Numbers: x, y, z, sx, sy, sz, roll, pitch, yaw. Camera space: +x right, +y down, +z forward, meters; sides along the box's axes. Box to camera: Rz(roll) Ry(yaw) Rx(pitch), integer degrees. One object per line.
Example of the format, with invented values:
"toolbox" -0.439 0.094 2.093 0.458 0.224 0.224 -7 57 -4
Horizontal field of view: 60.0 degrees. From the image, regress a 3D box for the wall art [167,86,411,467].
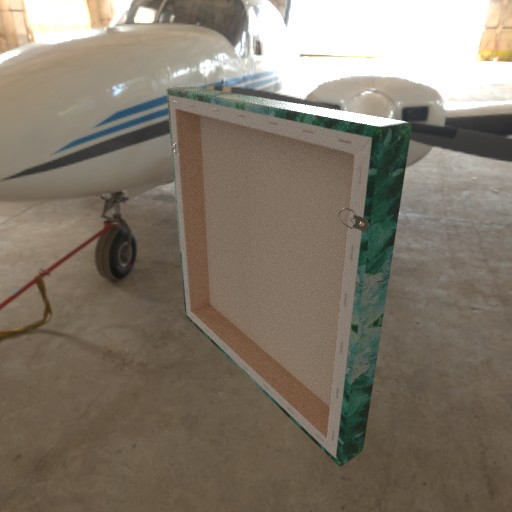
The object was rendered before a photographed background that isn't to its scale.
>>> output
"wall art" 0.000 0.000 0.470 0.033 0.313 0.313 -18 31 -32
